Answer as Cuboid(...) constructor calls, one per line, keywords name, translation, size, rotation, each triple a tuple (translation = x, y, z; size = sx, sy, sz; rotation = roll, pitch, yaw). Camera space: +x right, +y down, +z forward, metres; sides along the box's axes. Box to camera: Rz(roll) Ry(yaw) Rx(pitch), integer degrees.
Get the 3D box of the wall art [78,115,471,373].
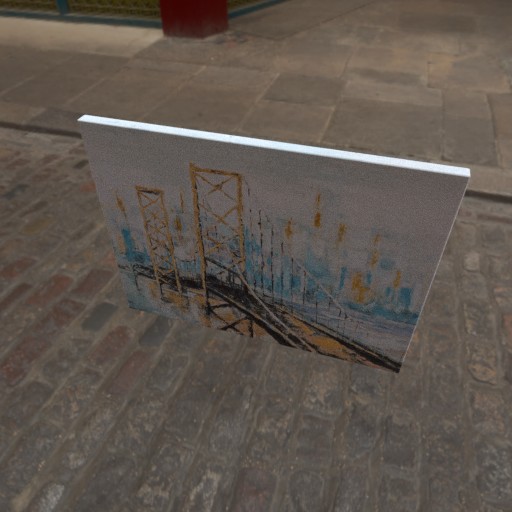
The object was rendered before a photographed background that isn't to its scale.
Cuboid(name="wall art", translation=(0.000, 0.000, 1.365), size=(1.016, 0.762, 0.038), rotation=(11, 42, 13))
